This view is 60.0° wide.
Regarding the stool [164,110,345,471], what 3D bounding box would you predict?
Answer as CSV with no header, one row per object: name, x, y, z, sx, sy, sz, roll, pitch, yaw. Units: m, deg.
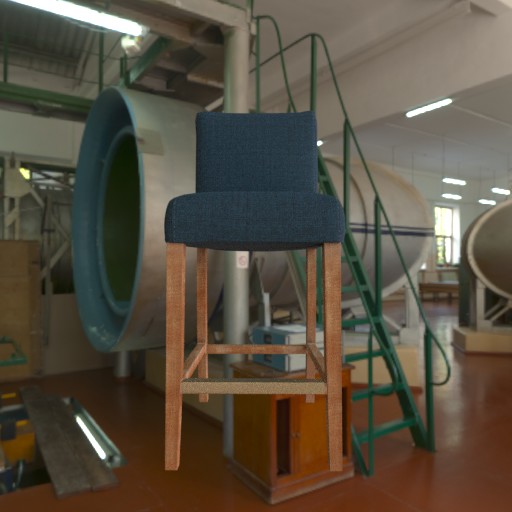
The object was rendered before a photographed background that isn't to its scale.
stool,0.000,0.000,1.338,0.454,1.039,0.567,0,-1,1
